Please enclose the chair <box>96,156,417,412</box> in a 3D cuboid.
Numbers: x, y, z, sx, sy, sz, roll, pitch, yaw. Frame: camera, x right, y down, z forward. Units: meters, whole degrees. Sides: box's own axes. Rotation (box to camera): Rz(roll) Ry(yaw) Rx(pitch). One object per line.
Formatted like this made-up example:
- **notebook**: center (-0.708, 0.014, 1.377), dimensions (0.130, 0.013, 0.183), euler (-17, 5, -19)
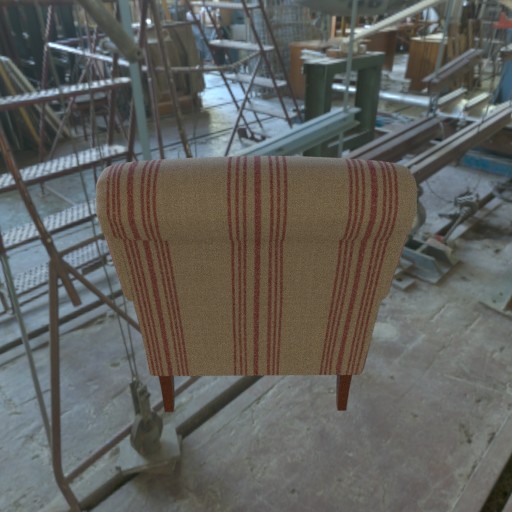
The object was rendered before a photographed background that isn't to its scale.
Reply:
- **chair**: center (0.000, 0.000, 1.842), dimensions (0.933, 1.123, 1.058), euler (0, 32, 0)
